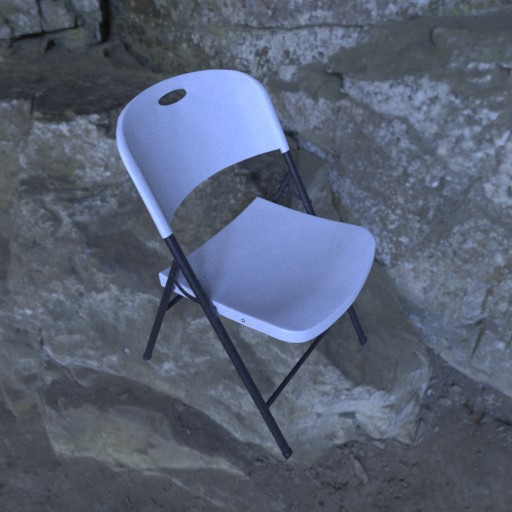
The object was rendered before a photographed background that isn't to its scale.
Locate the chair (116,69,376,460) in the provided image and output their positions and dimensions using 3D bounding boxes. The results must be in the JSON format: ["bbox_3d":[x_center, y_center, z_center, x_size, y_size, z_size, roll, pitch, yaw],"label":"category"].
[{"bbox_3d":[0.000,0.000,1.182,0.566,0.810,0.494,25,47,26],"label":"chair"}]
